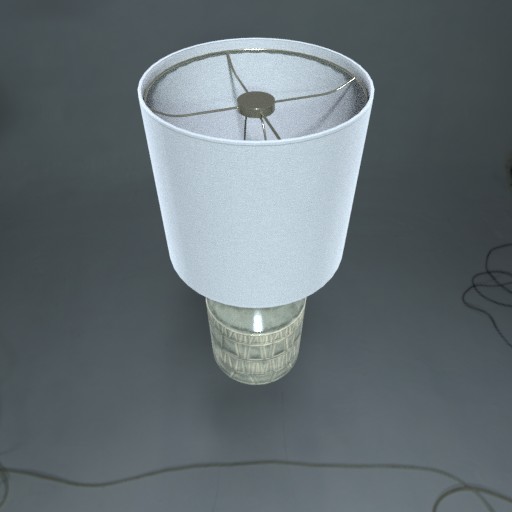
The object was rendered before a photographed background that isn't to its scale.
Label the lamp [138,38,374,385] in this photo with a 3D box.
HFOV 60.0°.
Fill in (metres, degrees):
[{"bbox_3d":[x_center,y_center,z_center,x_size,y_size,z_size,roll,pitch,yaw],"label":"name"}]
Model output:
[{"bbox_3d":[0.000,0.000,0.564,0.211,0.455,0.211,-3,46,-3],"label":"lamp"}]
